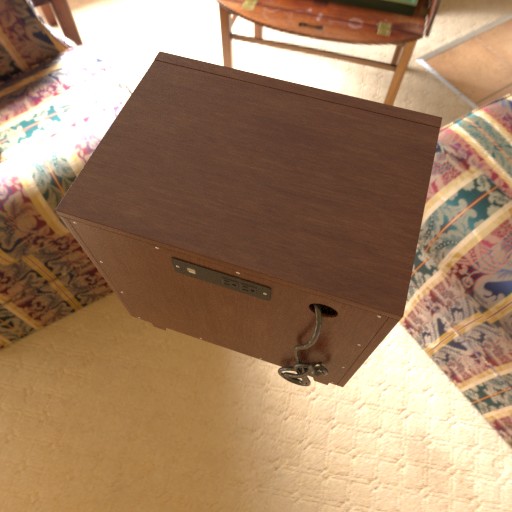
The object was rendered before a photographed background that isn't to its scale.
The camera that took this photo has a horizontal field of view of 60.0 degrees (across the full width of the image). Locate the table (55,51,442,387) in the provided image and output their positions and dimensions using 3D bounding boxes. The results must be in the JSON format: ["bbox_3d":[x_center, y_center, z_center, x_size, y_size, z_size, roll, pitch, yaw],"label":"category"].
[{"bbox_3d":[0.000,0.000,1.011,0.557,0.609,0.449,17,63,9],"label":"table"}]
